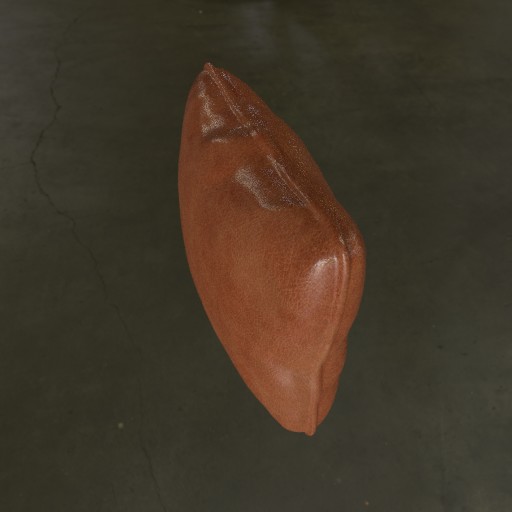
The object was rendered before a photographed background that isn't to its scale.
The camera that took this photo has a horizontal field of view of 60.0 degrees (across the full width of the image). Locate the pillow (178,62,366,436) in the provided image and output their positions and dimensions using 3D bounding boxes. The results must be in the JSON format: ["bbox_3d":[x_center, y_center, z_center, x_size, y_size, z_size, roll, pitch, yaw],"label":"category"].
[{"bbox_3d":[0.000,0.000,0.815,0.236,0.523,0.532,-16,49,-15],"label":"pillow"}]
